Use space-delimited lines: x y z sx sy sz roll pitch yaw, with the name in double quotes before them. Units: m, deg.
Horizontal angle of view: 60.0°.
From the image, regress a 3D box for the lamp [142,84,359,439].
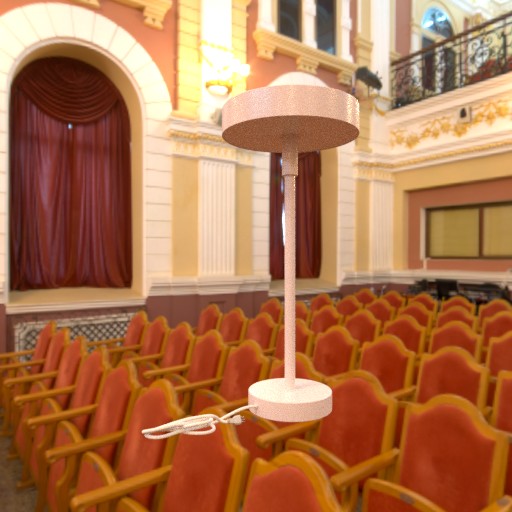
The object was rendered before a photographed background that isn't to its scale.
"lamp" 0.000 0.000 0.706 0.369 0.508 0.229 0 0 -36
